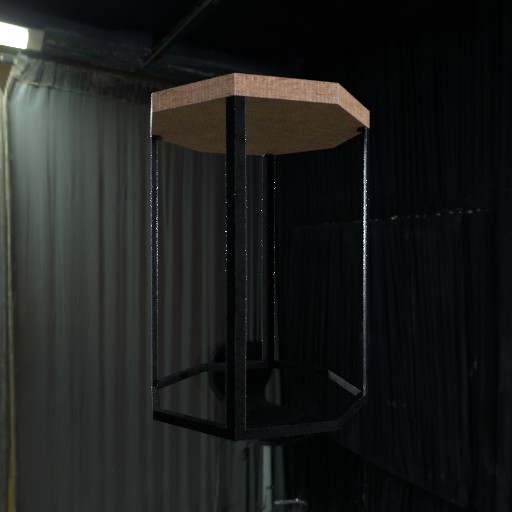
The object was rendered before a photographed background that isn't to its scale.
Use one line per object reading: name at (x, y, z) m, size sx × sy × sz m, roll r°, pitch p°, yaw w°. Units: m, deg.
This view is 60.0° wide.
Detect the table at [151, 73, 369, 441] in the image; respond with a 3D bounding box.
table at (0.000, 0.000, 0.881) m, size 0.437 × 0.553 × 0.437 m, roll -1°, pitch 1°, yaw -37°
